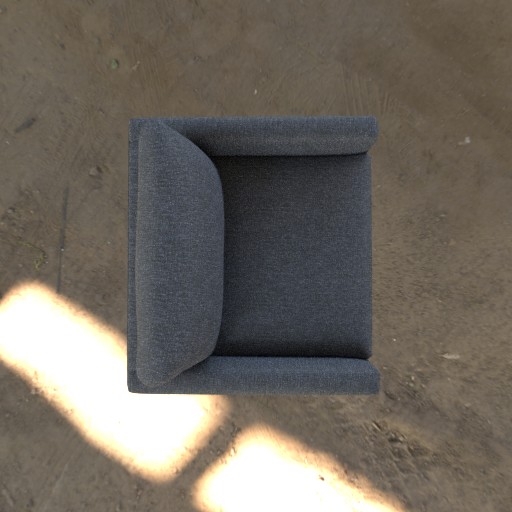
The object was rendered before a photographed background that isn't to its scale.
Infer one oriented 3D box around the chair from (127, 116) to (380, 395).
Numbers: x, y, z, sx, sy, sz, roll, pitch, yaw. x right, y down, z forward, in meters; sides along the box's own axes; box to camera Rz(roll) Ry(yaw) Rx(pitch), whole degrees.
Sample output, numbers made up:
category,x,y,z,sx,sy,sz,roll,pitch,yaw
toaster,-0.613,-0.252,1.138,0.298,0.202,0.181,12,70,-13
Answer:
category,x,y,z,sx,sy,sz,roll,pitch,yaw
chair,0.000,0.000,1.672,0.866,0.861,0.963,0,89,1
